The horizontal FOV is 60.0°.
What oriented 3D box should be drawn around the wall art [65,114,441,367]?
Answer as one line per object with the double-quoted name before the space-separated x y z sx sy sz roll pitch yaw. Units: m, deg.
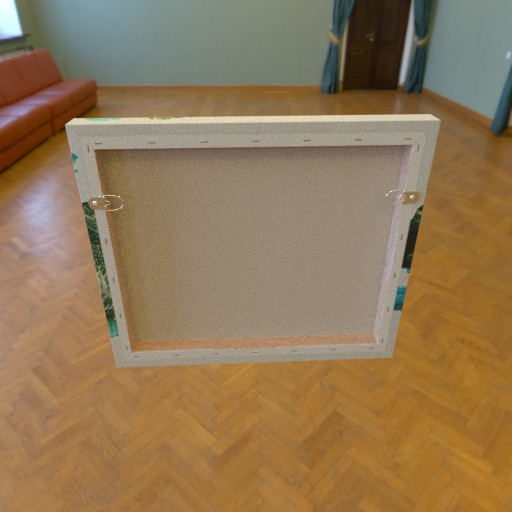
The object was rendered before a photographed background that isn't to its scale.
"wall art" 0.000 0.000 0.720 0.507 0.435 0.041 -1 30 -3
